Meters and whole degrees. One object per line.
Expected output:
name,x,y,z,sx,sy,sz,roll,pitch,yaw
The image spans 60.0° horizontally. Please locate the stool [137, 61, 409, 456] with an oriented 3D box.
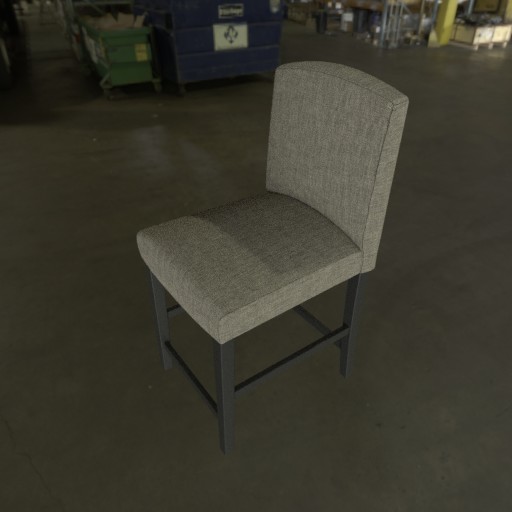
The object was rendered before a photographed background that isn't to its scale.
stool,0.000,0.000,1.263,0.552,0.966,0.451,-22,40,-29
